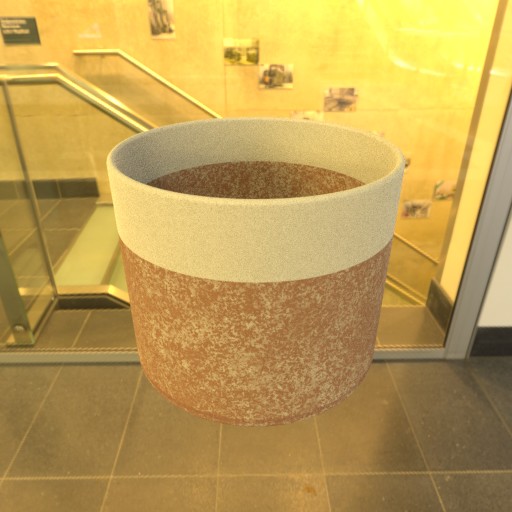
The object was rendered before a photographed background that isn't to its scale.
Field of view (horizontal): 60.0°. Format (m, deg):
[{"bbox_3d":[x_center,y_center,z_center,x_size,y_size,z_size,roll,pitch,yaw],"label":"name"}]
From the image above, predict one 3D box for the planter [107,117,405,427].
[{"bbox_3d":[0.000,0.000,0.278,0.159,0.138,0.159,0,29,0],"label":"planter"}]
